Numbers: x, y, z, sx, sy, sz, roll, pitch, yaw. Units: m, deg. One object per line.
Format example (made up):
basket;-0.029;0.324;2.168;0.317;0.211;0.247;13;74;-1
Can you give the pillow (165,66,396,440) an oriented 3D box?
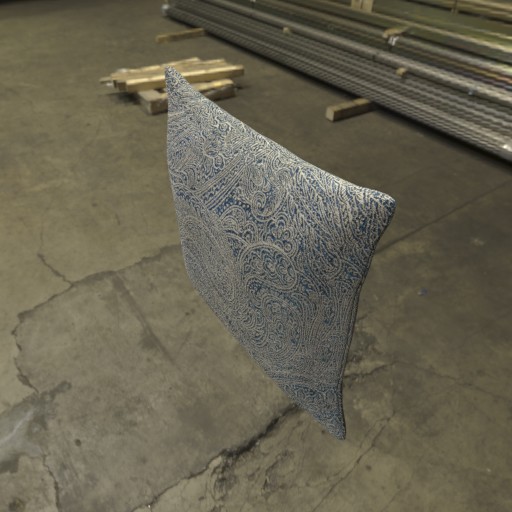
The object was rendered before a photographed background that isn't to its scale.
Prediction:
pillow;0.000;0.000;0.777;0.166;0.510;0.523;-25;47;-26
